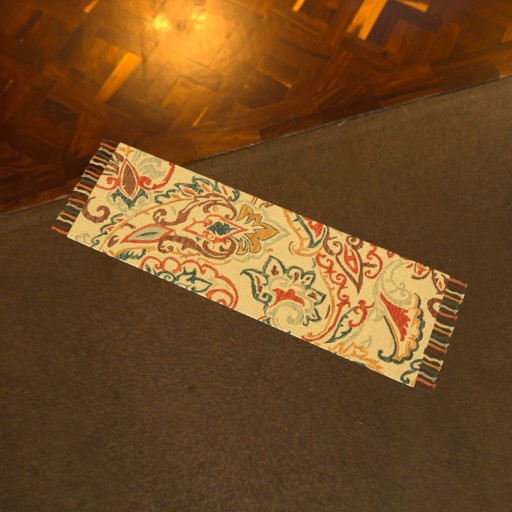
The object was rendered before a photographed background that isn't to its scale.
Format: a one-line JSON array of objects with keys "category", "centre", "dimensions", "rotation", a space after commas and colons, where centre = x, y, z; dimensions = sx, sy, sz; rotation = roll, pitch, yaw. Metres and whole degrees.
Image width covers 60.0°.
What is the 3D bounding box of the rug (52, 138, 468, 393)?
[{"category": "rug", "centre": [0.000, 0.000, 2.939], "dimensions": [2.682, 0.015, 0.763], "rotation": [23, 76, 6]}]
